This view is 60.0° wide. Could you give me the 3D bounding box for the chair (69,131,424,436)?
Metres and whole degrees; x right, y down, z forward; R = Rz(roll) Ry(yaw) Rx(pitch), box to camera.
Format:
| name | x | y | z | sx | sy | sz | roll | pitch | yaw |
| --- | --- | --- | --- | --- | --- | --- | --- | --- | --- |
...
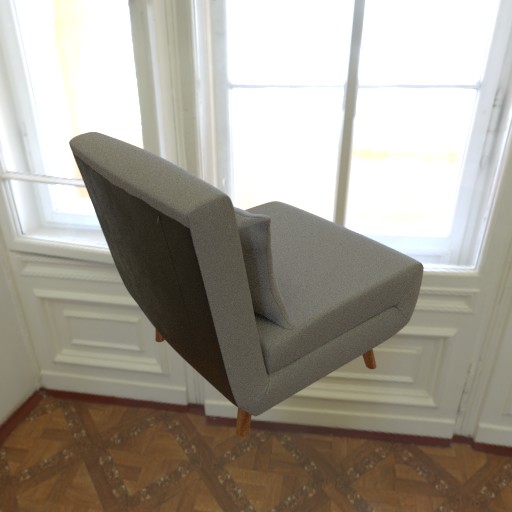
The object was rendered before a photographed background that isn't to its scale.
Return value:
| name | x | y | z | sx | sy | sz | roll | pitch | yaw |
| --- | --- | --- | --- | --- | --- | --- | --- | --- | --- |
| chair | 0.000 | 0.000 | 1.498 | 0.902 | 0.808 | 0.770 | -19 | 33 | -32 |
